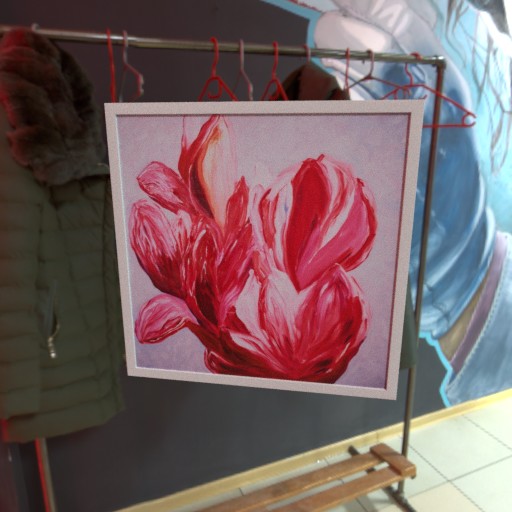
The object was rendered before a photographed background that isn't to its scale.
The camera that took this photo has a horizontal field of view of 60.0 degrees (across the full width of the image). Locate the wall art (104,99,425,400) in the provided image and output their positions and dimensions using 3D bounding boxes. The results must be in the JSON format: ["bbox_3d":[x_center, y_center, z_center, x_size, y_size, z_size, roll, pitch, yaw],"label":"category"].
[{"bbox_3d":[0.000,0.000,1.219,0.805,0.803,0.022,3,16,9],"label":"wall art"}]
